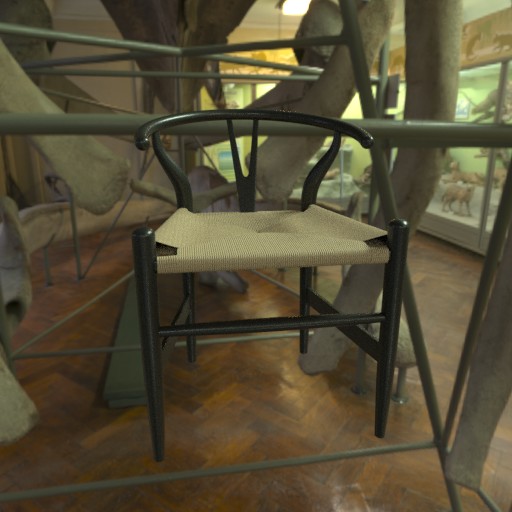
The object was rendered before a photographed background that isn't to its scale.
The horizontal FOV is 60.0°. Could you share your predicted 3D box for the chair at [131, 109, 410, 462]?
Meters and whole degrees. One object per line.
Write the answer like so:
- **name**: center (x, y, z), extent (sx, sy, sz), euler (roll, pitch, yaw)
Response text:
- **chair**: center (0.000, 0.000, 1.142), extent (0.570, 0.739, 0.570), euler (-2, 16, -8)
